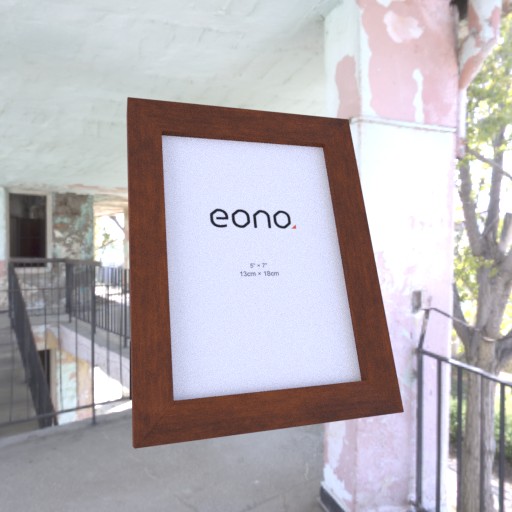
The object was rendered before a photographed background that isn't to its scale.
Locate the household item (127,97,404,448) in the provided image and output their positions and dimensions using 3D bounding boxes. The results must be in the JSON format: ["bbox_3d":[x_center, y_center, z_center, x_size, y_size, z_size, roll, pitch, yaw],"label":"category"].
[{"bbox_3d":[0.000,0.000,0.291,0.160,0.204,0.096,0,1,-18],"label":"household item"}]
